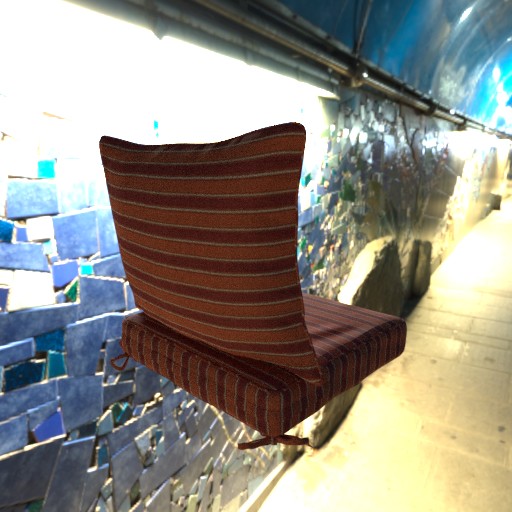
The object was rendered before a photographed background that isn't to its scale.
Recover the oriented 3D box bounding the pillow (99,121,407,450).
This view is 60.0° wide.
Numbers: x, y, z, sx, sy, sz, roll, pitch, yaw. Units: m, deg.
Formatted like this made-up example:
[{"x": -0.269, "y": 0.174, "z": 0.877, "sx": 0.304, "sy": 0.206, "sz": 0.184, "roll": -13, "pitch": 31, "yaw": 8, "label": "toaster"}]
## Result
[{"x": 0.000, "y": 0.000, "z": 1.358, "sx": 0.799, "sy": 0.723, "sz": 0.733, "roll": 12, "pitch": 17, "yaw": 43, "label": "pillow"}]
